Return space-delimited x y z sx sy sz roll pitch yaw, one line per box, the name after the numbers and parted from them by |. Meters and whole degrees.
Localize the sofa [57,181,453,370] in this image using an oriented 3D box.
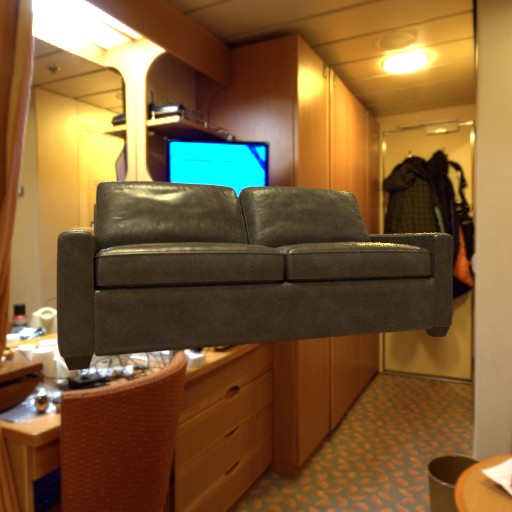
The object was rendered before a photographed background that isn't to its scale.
0.000 0.000 2.597 2.081 0.916 0.939 -1 2 -20 | sofa
